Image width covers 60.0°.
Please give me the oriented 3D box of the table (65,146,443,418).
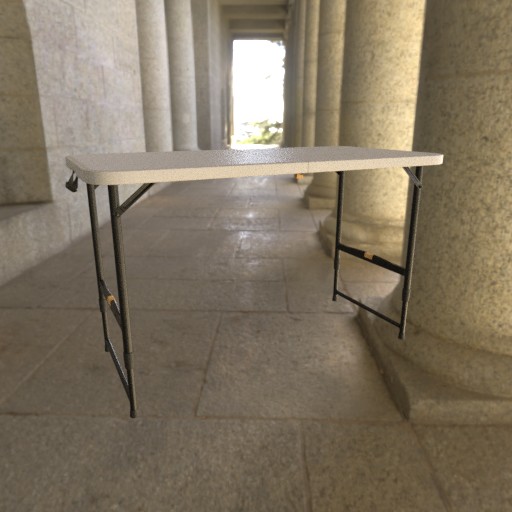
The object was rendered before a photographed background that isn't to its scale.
[{"bbox_3d":[0.000,0.000,1.647,1.245,0.737,0.611,-9,19,-26],"label":"table"}]
